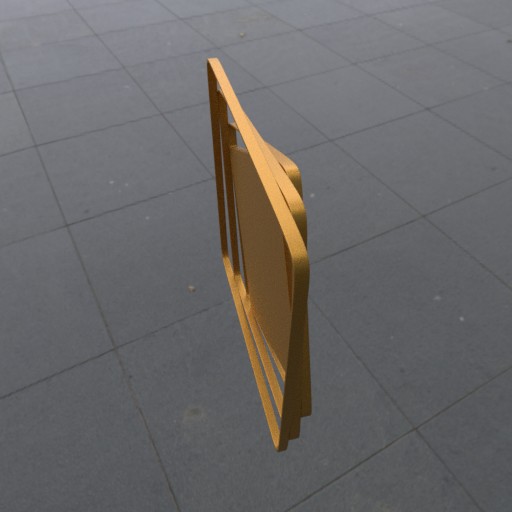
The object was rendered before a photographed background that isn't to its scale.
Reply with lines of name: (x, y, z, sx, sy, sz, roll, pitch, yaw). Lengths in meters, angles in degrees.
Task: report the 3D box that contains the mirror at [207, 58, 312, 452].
mirror: (0.000, 0.000, 0.706, 0.045, 0.468, 0.470, -10, 47, -10)
